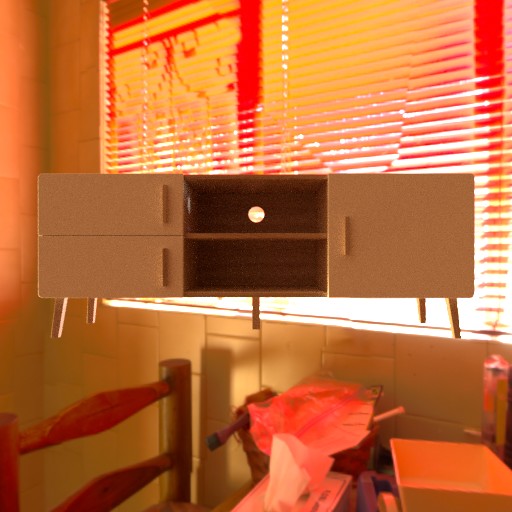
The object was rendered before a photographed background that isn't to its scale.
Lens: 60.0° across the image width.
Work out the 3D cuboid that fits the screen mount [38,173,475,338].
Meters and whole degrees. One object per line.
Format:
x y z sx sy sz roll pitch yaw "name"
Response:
0.000 0.000 1.712 1.500 0.570 0.420 0 0 0 "screen mount"
